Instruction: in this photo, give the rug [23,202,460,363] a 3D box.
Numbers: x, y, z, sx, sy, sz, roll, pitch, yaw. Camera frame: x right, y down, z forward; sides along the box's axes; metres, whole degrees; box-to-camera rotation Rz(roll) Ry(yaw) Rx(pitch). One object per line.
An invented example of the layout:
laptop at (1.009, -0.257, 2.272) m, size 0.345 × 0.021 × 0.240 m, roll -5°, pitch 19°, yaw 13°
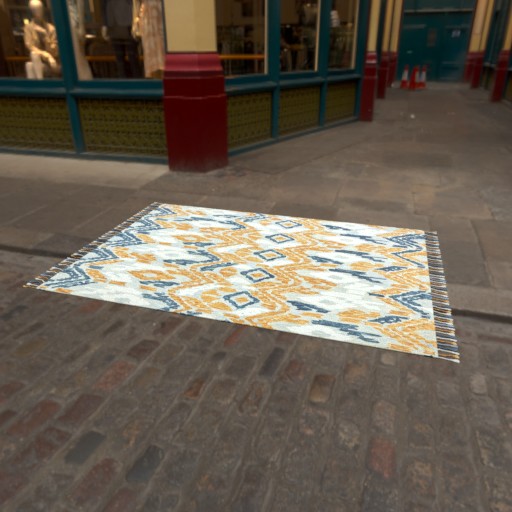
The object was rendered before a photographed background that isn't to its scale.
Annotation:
rug at (0.000, 0.000, 2.277) m, size 1.827 × 0.008 × 1.230 m, roll 7°, pitch 27°, yaw 15°
